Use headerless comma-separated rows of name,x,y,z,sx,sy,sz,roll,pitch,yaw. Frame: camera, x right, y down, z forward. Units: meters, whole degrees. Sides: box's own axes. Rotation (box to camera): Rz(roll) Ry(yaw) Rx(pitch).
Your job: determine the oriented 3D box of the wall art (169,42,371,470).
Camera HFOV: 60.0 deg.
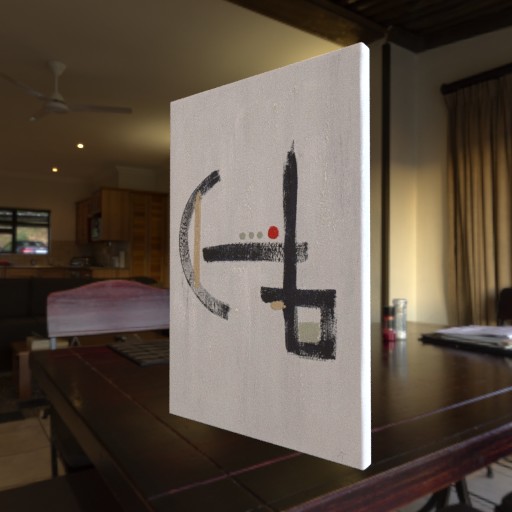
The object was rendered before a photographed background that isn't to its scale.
wall art,0.000,0.000,1.141,0.602,0.916,0.048,-1,-1,37
